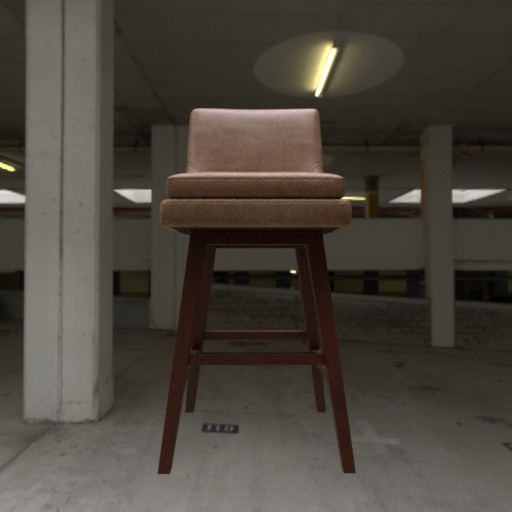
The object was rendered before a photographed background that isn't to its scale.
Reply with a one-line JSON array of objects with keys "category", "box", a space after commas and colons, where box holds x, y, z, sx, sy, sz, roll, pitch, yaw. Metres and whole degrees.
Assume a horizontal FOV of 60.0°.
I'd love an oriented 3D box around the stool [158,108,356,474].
[{"category": "stool", "box": [0.000, 0.000, 1.360, 0.487, 1.079, 0.572, 0, -1, 0]}]
